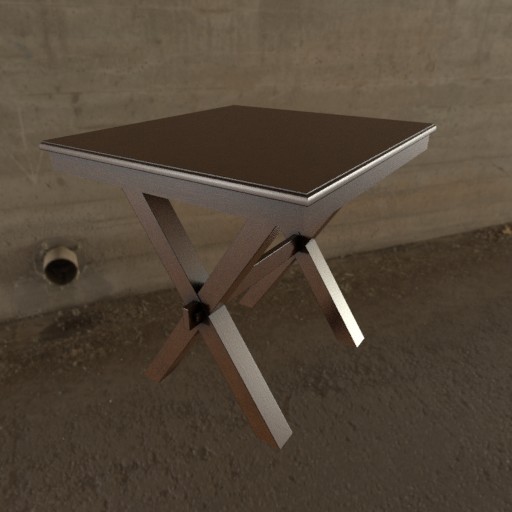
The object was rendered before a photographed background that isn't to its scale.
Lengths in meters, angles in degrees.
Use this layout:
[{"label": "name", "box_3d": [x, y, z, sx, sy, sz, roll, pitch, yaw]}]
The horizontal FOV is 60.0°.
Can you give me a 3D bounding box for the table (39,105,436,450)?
[{"label": "table", "box_3d": [0.000, 0.000, 1.022, 0.560, 0.562, 0.602, 17, 31, 30]}]
